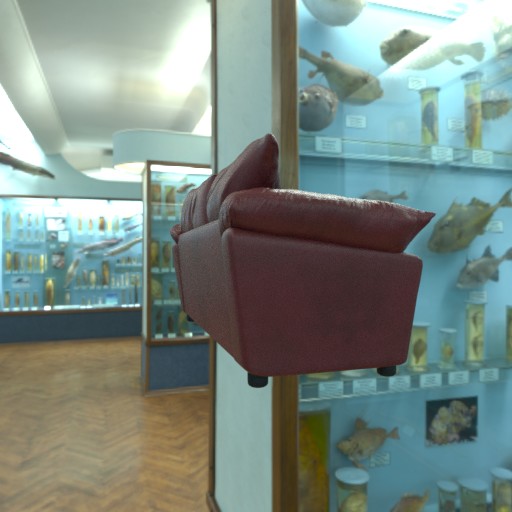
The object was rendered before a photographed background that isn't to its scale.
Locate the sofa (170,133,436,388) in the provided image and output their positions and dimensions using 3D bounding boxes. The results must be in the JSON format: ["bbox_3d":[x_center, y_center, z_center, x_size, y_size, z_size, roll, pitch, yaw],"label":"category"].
[{"bbox_3d":[0.000,0.000,2.865,0.907,1.091,2.390,0,0,-16],"label":"sofa"}]
